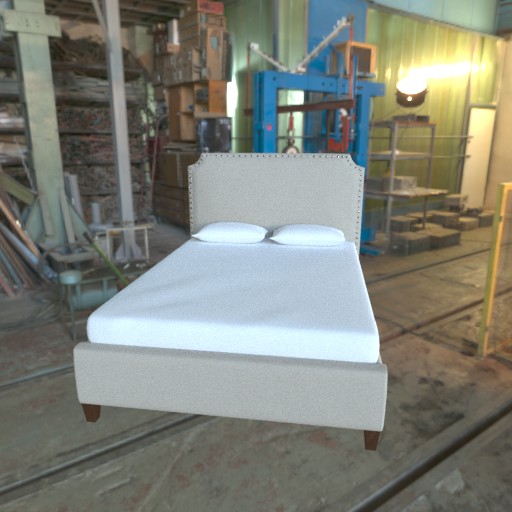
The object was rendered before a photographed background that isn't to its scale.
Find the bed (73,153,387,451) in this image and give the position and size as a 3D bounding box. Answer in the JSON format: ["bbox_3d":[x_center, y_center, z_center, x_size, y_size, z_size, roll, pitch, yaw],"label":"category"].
[{"bbox_3d":[0.000,0.000,3.355,1.713,1.443,2.372,2,15,8],"label":"bed"}]
